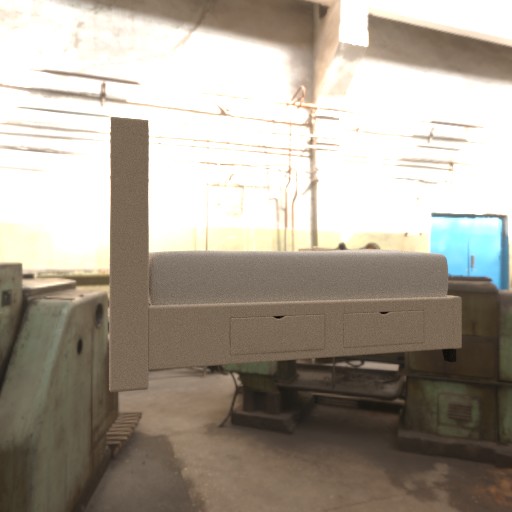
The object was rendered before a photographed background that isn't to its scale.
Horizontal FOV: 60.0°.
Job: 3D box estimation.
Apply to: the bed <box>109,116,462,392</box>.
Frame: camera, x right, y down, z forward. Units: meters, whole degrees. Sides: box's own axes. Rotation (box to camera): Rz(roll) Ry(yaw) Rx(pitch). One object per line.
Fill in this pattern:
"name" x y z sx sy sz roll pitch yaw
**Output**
"bed" 0.000 0.000 3.697 2.293 1.471 2.145 0 -1 -17
